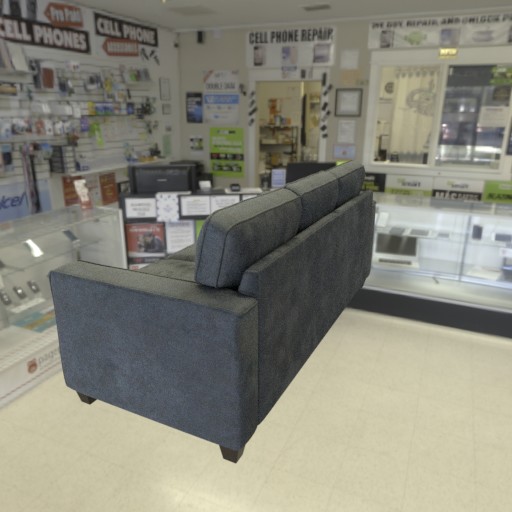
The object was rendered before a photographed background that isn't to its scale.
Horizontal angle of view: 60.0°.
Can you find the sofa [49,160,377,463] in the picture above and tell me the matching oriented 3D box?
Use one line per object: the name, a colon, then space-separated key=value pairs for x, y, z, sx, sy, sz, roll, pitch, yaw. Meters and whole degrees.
sofa: x=0.000 y=0.000 z=2.601 sx=0.939 sy=0.965 sz=2.133 roll=9 pitch=20 yaw=25
